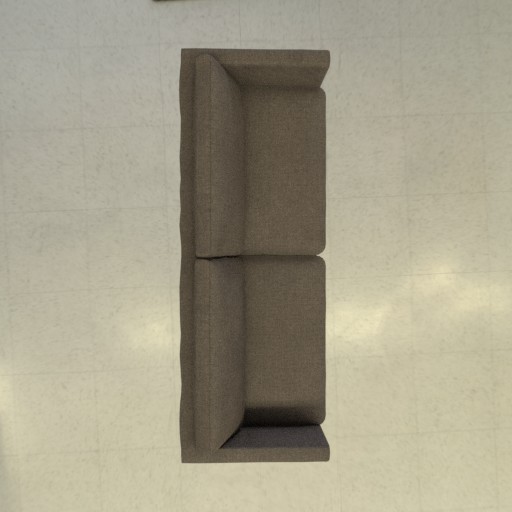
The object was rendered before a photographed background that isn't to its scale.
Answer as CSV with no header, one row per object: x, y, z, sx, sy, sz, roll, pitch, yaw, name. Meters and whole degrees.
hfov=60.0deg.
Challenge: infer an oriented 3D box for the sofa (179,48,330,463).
0.000,0.000,3.269,1.036,0.998,2.779,0,90,-2,sofa
